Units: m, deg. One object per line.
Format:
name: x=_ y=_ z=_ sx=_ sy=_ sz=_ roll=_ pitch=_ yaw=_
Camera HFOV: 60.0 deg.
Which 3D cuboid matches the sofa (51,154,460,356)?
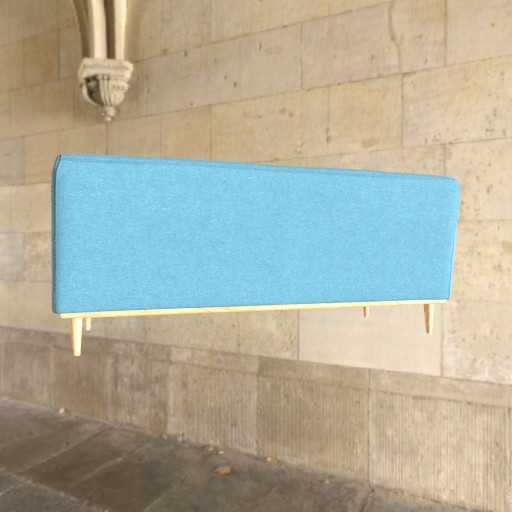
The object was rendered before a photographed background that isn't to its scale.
sofa: x=0.000 y=0.000 z=2.523 sx=2.057 sy=0.871 sz=0.978 roll=0 pitch=0 yaw=-17
